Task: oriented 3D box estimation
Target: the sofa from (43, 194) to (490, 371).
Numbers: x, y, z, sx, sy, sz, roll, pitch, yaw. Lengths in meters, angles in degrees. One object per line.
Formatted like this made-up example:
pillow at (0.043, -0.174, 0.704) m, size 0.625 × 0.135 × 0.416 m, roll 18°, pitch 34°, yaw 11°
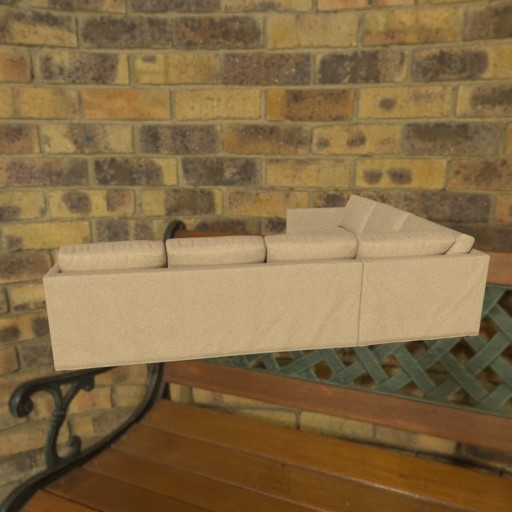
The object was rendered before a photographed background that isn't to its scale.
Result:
sofa at (0.000, 0.000, 4.272) m, size 3.182 × 0.871 × 2.432 m, roll -3°, pitch 15°, yaw -9°
